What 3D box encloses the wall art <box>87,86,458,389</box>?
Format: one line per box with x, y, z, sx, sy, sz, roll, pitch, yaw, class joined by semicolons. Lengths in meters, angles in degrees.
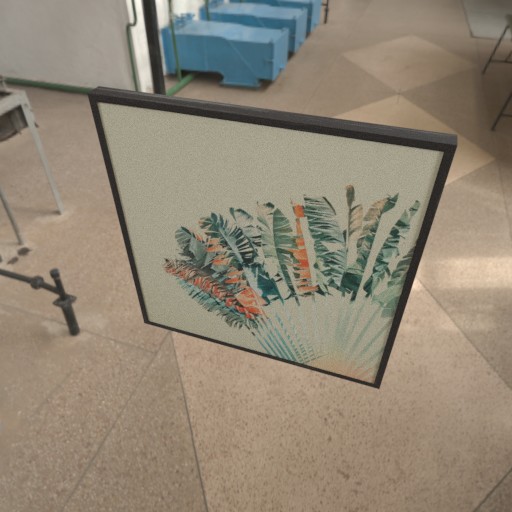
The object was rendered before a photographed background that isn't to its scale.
0.000;0.000;1.133;0.762;0.758;0.043;13;42;14;wall art
